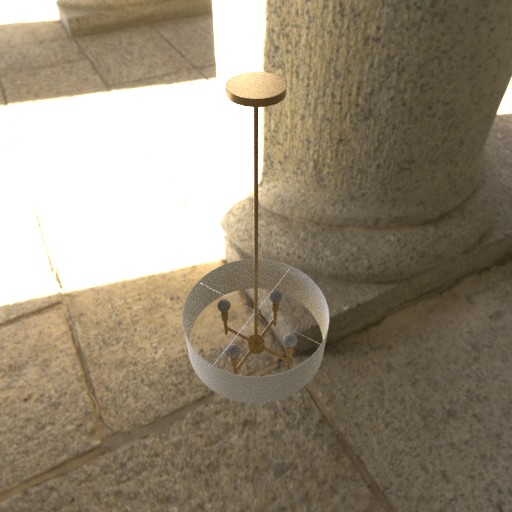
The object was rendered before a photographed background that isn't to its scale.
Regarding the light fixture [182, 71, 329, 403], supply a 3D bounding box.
[{"bbox_3d":[0.000,0.000,1.345,0.508,1.067,0.508,0,46,0],"label":"light fixture"}]
